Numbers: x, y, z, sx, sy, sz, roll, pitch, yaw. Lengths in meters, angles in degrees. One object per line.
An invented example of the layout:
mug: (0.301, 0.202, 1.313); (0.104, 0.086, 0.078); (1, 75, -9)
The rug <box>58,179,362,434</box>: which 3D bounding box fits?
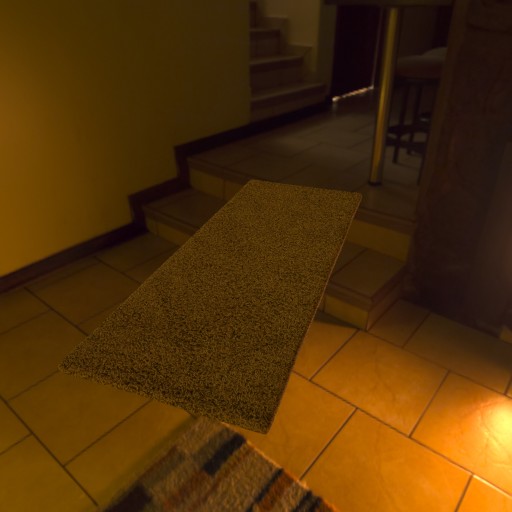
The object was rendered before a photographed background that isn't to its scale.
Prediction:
rug: (0.000, 0.000, 1.739); (0.609, 0.030, 1.524); (10, 32, 17)
